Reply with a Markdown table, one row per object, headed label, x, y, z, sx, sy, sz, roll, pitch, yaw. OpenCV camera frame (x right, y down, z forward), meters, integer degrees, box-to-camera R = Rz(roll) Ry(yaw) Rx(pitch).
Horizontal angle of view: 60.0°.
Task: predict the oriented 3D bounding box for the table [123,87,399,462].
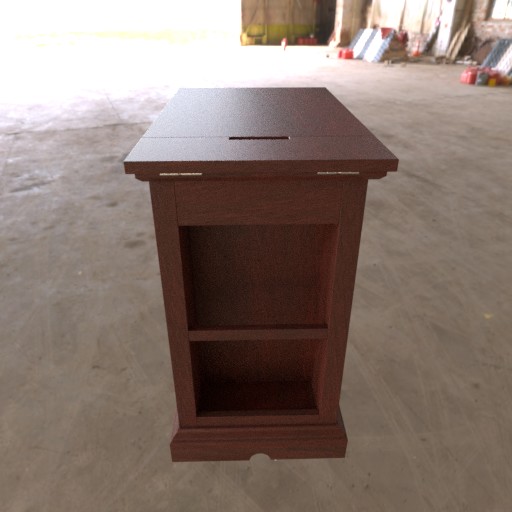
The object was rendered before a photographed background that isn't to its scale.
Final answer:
| label | x | y | z | sx | sy | sz | roll | pitch | yaw |
| --- | --- | --- | --- | --- | --- | --- | --- | --- | --- |
| table | 0.000 | 0.000 | 0.975 | 0.356 | 0.612 | 0.584 | -1 | 29 | -1 |
